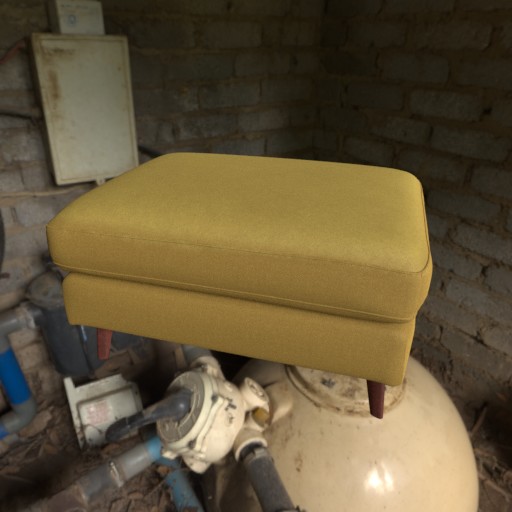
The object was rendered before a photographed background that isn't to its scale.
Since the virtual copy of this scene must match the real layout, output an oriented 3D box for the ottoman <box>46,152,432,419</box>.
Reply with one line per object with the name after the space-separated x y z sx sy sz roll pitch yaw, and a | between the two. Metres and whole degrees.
0.000 0.000 1.161 0.811 0.449 0.608 8 27 15 | ottoman
